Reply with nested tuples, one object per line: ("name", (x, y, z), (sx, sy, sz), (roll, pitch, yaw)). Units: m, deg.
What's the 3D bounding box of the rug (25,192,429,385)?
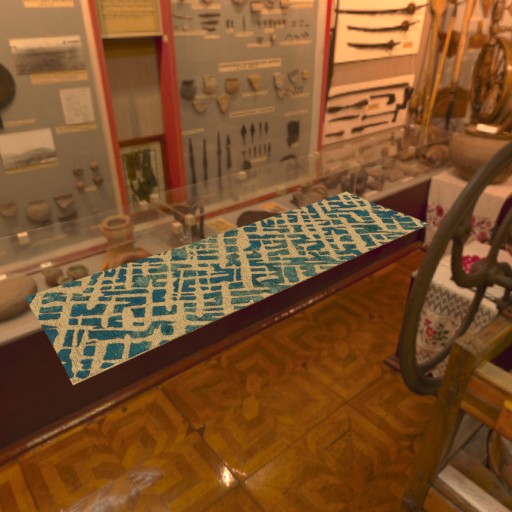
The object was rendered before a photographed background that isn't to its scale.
("rug", (0.000, 0.000, 2.693), (2.446, 0.011, 0.768), (-21, 36, -32))
